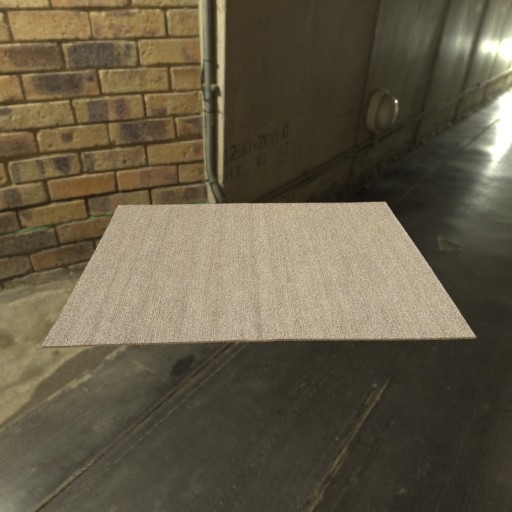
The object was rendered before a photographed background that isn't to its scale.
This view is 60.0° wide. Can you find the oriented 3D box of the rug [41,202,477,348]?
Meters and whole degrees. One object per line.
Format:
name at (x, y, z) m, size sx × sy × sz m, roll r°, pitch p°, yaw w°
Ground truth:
rug at (0.000, 0.000, 4.821) m, size 3.626 × 0.051 × 2.757 m, roll -1°, pitch 31°, yaw -1°
